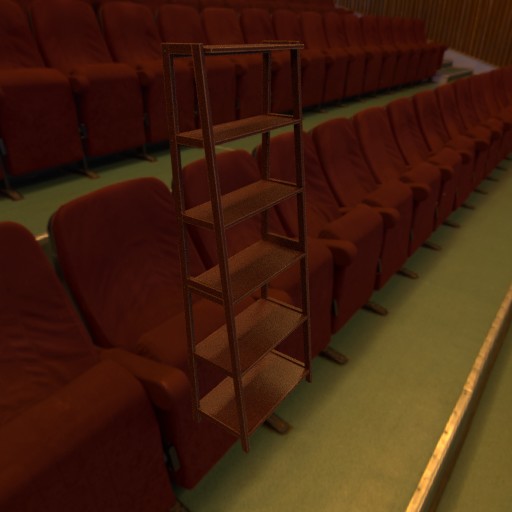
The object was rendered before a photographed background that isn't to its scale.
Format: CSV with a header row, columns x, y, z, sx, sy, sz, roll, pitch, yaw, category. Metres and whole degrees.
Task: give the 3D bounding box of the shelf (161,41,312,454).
x,y,z,sx,sy,sz,roll,pitch,yaw,category
0.000,0.000,2.179,0.381,1.892,0.660,18,32,32,shelf
